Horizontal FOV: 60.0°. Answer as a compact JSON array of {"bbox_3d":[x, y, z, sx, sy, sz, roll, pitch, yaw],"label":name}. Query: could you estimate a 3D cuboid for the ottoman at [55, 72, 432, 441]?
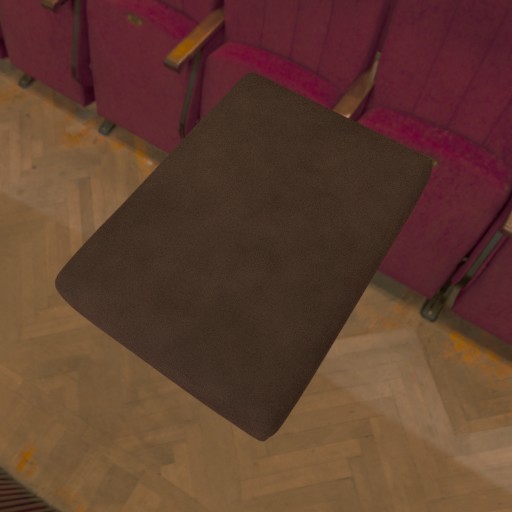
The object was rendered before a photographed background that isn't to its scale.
[{"bbox_3d":[0.000,0.000,1.177,0.574,0.497,0.773,31,68,14],"label":"ottoman"}]
